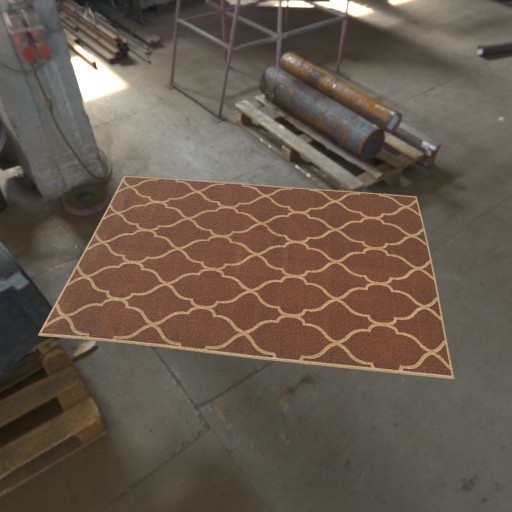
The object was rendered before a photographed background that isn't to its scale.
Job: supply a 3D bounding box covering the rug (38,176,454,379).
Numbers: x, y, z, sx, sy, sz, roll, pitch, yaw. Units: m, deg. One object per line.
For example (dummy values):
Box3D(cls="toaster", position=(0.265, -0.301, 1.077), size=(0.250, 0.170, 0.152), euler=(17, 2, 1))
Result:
Box3D(cls="rug", position=(0.000, 0.000, 2.922), size=(2.290, 0.014, 1.526), euler=(5, 46, 5))
